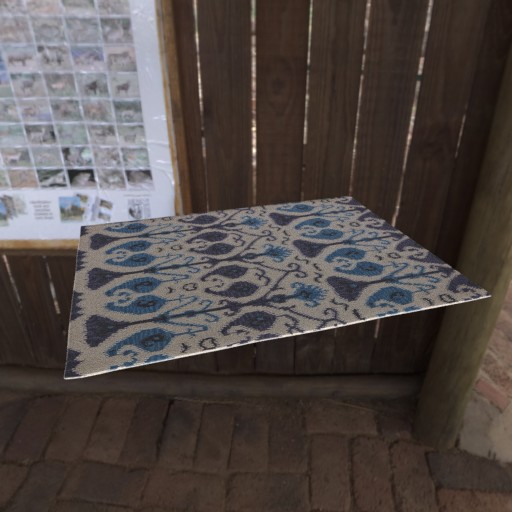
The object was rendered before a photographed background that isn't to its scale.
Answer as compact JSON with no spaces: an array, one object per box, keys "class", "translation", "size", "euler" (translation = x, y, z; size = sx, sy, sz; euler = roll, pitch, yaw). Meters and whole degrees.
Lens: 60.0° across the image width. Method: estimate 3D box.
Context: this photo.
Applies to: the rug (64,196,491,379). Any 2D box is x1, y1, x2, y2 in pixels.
[{"class":"rug","translation":[0.000,0.000,4.172],"size":[3.228,0.024,2.443],"euler":[-8,29,-15]}]
